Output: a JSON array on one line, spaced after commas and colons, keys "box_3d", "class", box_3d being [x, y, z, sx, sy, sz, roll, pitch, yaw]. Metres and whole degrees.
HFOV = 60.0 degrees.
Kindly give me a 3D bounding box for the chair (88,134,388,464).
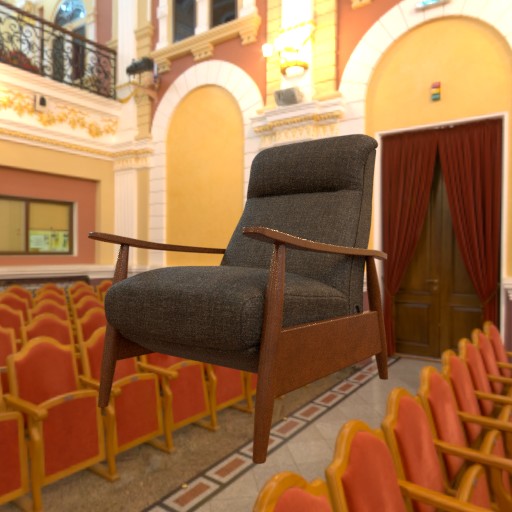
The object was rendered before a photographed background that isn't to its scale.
[{"box_3d": [0.000, 0.000, 1.765, 0.762, 1.082, 1.014, 1, 1, 36], "class": "chair"}]
